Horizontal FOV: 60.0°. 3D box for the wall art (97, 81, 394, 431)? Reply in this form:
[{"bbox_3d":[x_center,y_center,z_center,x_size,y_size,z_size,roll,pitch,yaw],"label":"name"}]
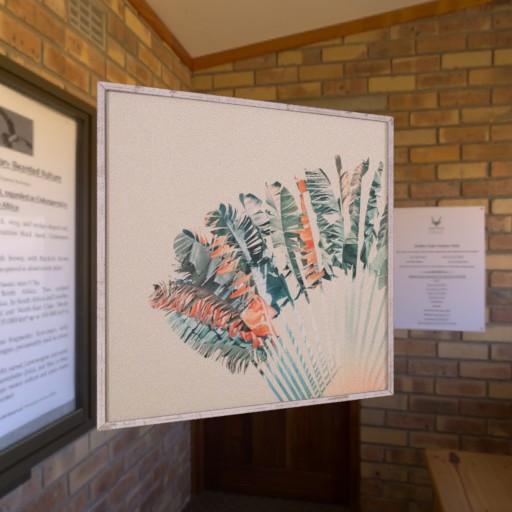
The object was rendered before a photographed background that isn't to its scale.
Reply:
[{"bbox_3d":[0.000,0.000,0.452,0.305,0.303,0.038,0,0,-19],"label":"wall art"}]
